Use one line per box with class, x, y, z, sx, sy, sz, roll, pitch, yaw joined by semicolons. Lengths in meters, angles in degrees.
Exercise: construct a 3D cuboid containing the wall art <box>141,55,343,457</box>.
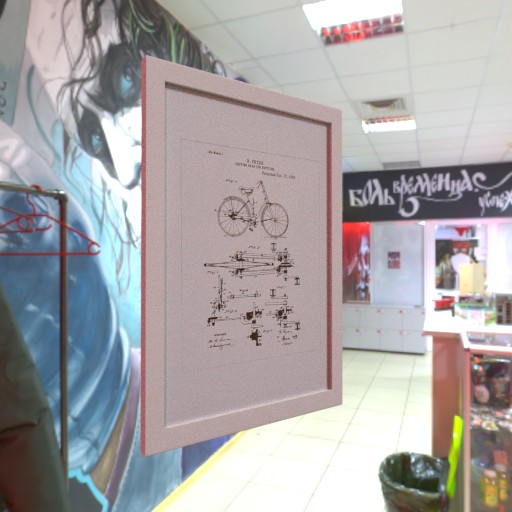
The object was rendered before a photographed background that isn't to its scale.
wall art;0.000;0.000;0.627;0.332;0.477;0.015;0;-1;-35
